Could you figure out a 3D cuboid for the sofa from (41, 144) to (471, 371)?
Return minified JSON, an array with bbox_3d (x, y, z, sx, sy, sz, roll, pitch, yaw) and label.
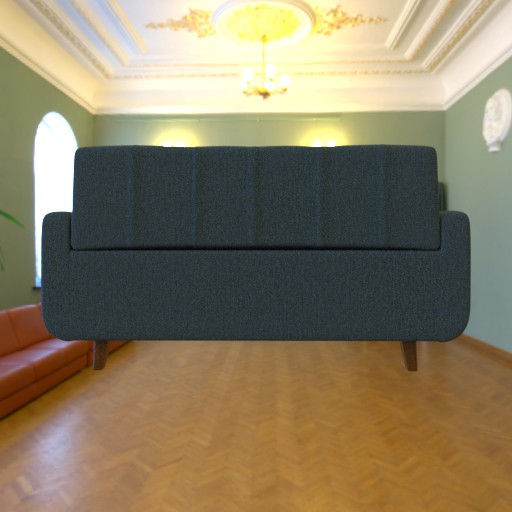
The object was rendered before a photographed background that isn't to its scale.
[{"bbox_3d":[0.000,0.000,2.149,1.651,0.896,0.942,0,0,1],"label":"sofa"}]
